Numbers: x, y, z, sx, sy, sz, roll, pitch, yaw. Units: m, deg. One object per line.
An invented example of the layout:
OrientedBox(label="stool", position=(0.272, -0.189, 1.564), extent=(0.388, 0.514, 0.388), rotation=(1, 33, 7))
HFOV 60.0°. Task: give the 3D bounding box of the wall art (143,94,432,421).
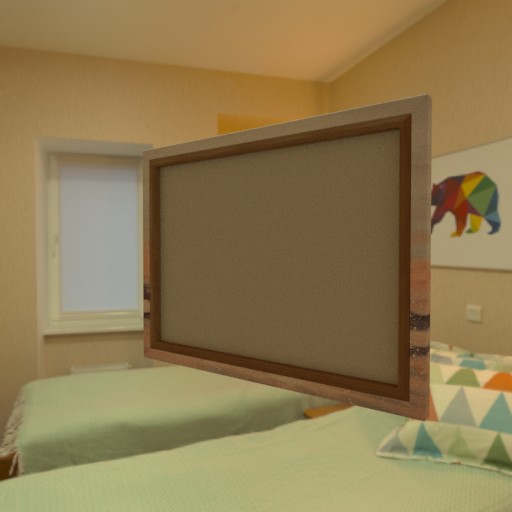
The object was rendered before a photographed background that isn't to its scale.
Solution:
OrientedBox(label="wall art", position=(0.000, 0.000, 1.346), extent=(1.015, 0.763, 0.038), rotation=(1, 1, 37))
